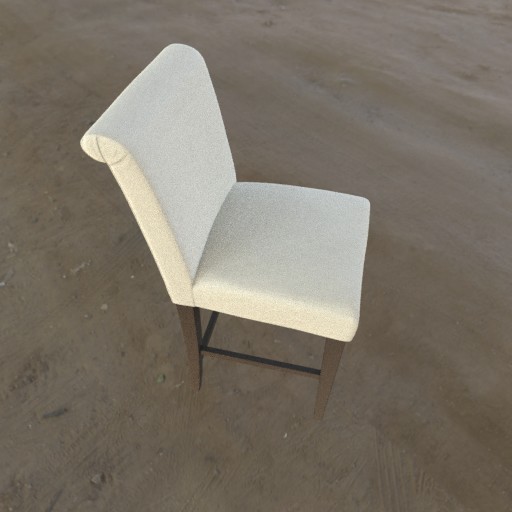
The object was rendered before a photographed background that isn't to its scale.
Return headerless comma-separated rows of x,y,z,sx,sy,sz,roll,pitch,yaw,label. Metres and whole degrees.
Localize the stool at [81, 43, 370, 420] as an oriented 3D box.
0.000,0.000,1.276,0.597,0.976,0.452,10,47,9,stool
